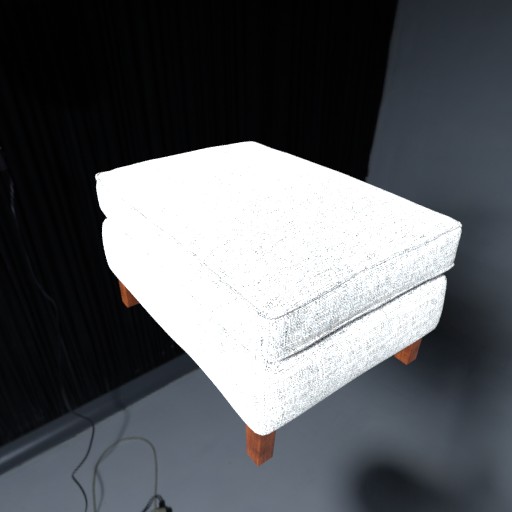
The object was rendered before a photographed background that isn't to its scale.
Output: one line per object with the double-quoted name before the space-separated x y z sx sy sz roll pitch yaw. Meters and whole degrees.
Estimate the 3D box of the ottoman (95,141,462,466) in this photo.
"ottoman" 0.000 0.000 0.995 0.508 0.406 0.686 -21 36 -31
